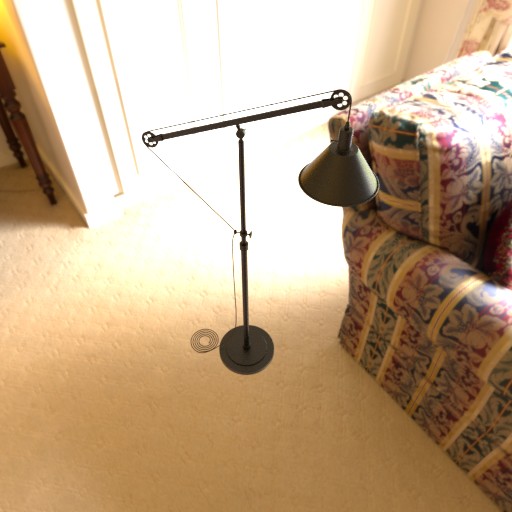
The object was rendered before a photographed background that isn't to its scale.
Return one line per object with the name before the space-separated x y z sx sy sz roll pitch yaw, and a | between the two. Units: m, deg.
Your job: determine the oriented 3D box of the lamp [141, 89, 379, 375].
lamp | 0.000 0.000 1.996 0.904 1.626 0.319 11 47 10
